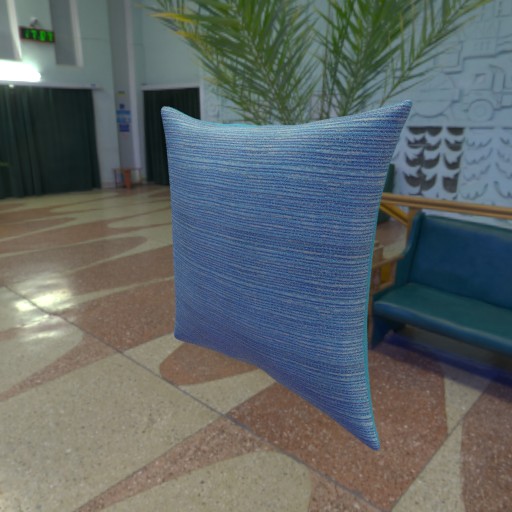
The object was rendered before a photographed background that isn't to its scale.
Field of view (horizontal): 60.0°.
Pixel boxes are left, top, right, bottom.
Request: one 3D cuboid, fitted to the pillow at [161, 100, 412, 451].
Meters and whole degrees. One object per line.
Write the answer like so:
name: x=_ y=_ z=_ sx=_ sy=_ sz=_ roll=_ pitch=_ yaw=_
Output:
pillow: x=0.000 y=0.000 z=0.760 sx=0.514 sy=0.497 sz=0.150 roll=16 pitch=23 yaw=42
